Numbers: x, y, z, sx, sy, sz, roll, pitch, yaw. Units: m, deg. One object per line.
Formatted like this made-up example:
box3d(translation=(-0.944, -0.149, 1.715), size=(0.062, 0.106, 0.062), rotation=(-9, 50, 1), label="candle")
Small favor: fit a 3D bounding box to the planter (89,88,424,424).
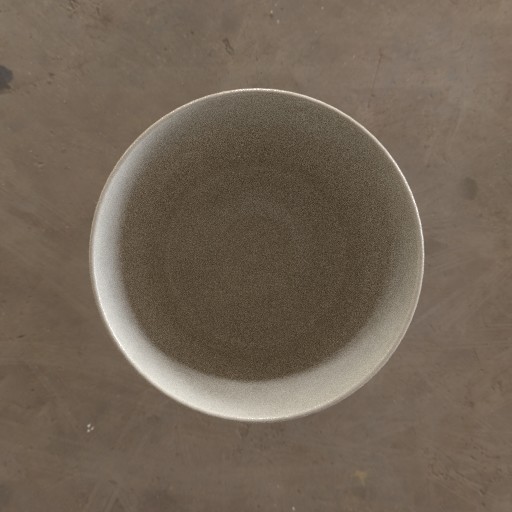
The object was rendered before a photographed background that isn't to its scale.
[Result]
box3d(translation=(0.000, 0.000, 0.448), size=(0.250, 0.239, 0.250), rotation=(0, 90, 0), label="planter")
